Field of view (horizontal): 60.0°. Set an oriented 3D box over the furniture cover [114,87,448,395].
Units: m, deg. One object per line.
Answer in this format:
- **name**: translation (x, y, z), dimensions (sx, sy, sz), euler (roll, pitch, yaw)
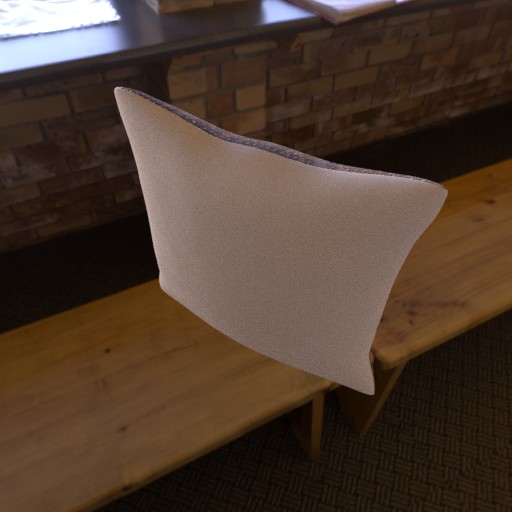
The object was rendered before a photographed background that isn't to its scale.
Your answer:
- **furniture cover**: translation (0.000, 0.000, 0.813), dimensions (0.552, 0.509, 0.193), euler (23, 50, 22)
